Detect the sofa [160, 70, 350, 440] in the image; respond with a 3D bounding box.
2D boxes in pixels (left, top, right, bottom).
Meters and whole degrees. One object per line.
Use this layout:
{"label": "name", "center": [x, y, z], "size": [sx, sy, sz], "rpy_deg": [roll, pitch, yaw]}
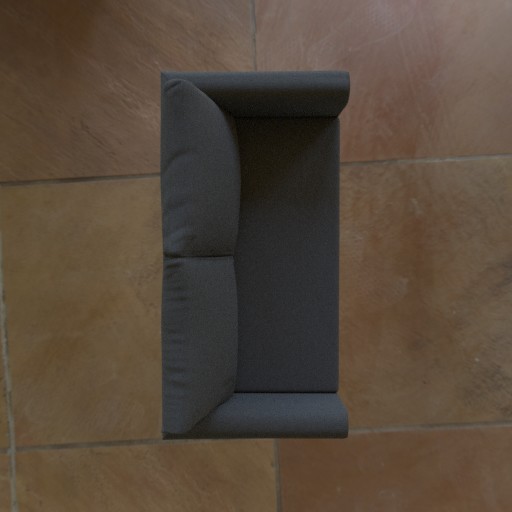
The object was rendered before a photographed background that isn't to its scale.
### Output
{"label": "sofa", "center": [0.000, 0.000, 1.918], "size": [0.741, 0.872, 1.460], "rpy_deg": [0, 91, 1]}
